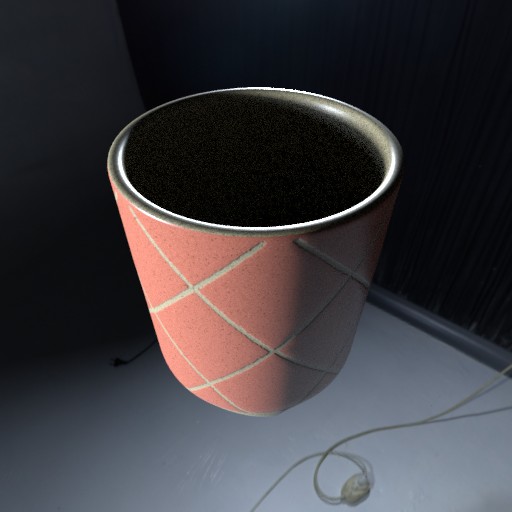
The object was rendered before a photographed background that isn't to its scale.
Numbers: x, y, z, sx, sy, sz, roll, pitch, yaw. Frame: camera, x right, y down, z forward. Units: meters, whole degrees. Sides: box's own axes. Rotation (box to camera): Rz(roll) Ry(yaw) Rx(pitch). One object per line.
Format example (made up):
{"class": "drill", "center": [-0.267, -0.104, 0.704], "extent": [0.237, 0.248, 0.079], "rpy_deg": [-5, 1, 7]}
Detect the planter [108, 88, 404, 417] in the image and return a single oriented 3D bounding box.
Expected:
{"class": "planter", "center": [0.000, 0.000, 0.358], "extent": [0.191, 0.200, 0.191], "rpy_deg": [0, 42, 0]}
